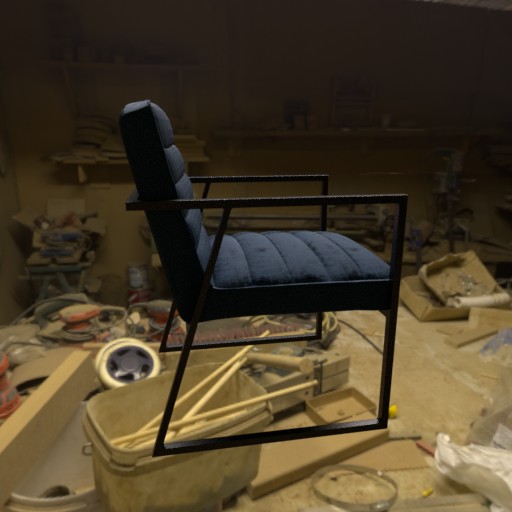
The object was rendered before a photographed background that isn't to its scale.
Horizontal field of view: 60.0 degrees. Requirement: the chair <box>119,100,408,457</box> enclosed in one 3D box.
[{"bbox_3d":[0.000,0.000,1.291,0.677,0.833,0.571,-3,15,-10],"label":"chair"}]
